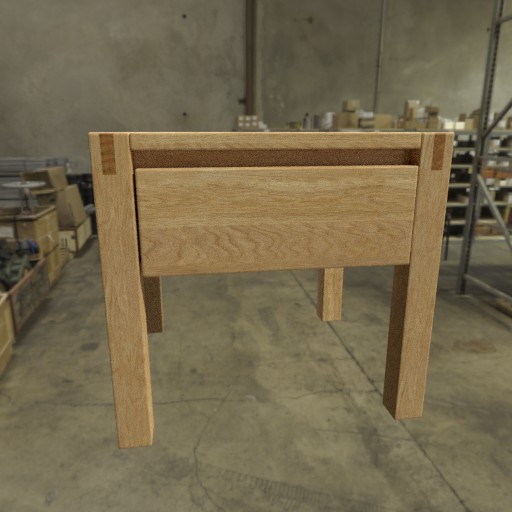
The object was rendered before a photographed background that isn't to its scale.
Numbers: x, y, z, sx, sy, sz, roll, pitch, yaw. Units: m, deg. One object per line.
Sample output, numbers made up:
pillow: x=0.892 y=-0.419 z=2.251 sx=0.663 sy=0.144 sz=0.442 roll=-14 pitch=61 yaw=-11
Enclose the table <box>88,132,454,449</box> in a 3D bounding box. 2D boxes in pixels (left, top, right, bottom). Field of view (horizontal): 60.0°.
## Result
table: x=0.000 y=0.000 z=0.837 sx=0.480 sy=0.450 sz=0.440 roll=-2 pitch=16 yaw=-9
